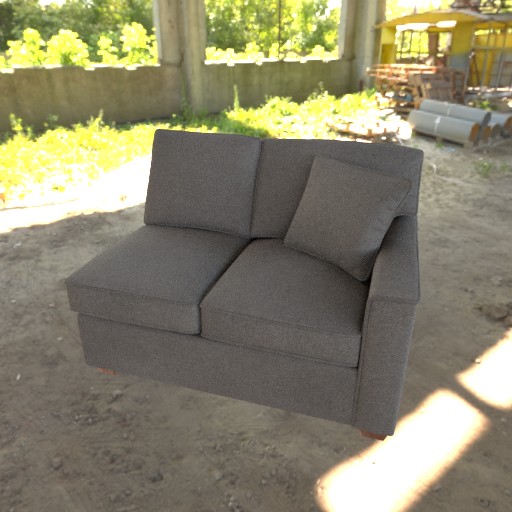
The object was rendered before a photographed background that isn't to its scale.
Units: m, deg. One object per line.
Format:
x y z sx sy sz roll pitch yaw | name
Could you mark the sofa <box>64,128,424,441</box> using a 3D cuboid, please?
0.000 0.000 2.039 1.388 0.989 0.991 8 26 17 | sofa
